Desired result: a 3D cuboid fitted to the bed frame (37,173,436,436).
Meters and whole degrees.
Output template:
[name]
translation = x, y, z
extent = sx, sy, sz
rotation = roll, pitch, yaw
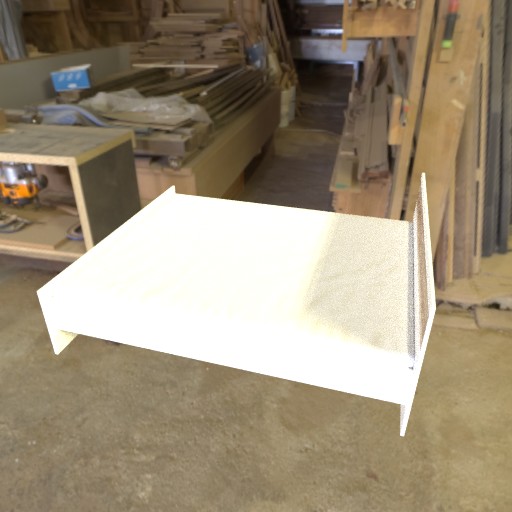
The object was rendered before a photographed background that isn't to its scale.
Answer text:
[bed frame]
translation = 0.000, 0.000, 2.987
extent = 2.060, 0.800, 1.720
rotation = 9, 31, 15
